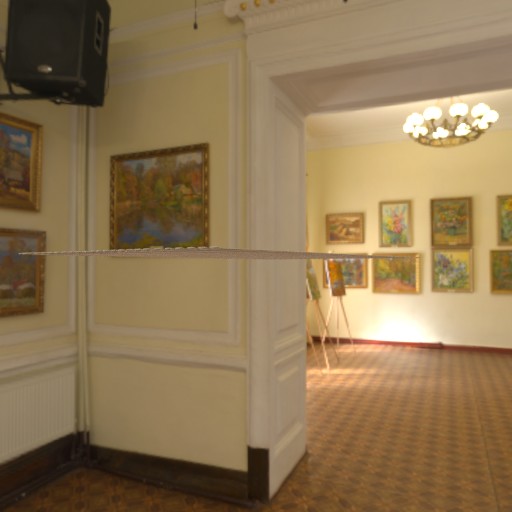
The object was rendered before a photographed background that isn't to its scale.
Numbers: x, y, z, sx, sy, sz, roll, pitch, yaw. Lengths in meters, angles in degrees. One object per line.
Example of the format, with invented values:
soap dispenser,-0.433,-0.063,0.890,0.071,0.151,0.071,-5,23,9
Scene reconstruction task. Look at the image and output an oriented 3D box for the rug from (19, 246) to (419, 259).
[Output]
rug,0.000,0.000,2.524,1.222,0.009,2.084,-1,-2,37
